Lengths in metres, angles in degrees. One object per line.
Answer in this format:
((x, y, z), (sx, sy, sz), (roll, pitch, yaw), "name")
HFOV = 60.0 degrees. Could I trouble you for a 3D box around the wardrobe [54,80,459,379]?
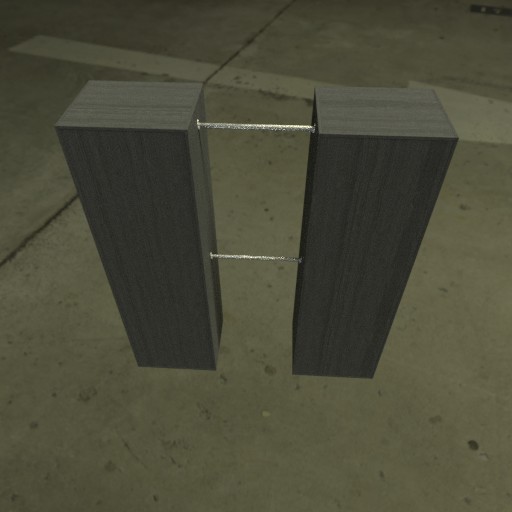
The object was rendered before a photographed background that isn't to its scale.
((0.000, 0.000, 2.807), (1.770, 2.000, 0.480), (2, 45, 2), "wardrobe")
